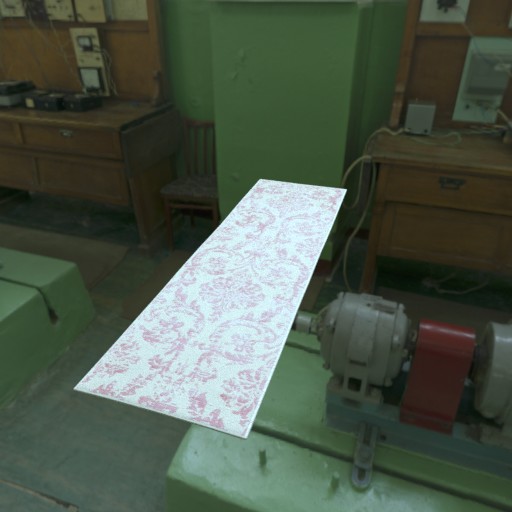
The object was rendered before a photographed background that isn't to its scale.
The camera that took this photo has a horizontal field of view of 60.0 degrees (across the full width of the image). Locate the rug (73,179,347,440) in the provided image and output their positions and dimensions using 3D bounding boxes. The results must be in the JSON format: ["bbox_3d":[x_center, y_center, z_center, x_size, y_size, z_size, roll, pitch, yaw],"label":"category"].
[{"bbox_3d":[0.000,0.000,2.398,0.662,0.011,2.196,10,32,16],"label":"rug"}]
